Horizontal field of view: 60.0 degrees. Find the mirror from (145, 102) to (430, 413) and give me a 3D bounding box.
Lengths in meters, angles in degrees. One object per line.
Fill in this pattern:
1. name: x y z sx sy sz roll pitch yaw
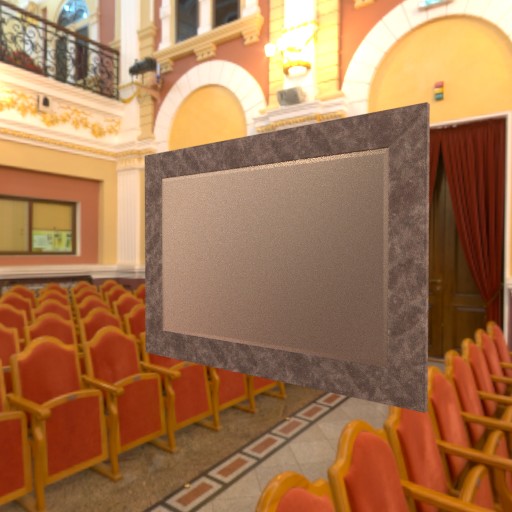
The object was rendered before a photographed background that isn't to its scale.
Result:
1. mirror: 0.000 0.000 1.471 1.101 0.795 0.022 1 1 37
